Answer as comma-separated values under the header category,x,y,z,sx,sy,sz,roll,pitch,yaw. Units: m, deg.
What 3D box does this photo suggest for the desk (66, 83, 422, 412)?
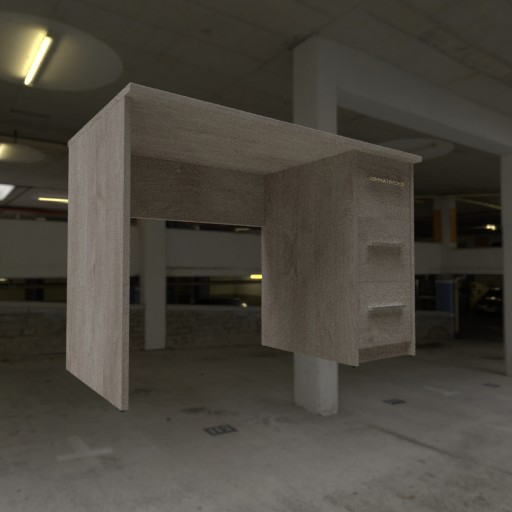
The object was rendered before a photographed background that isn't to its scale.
category,x,y,z,sx,sy,sz,roll,pitch,yaw
desk,0.000,0.000,1.519,1.097,0.735,0.560,1,-2,-36
